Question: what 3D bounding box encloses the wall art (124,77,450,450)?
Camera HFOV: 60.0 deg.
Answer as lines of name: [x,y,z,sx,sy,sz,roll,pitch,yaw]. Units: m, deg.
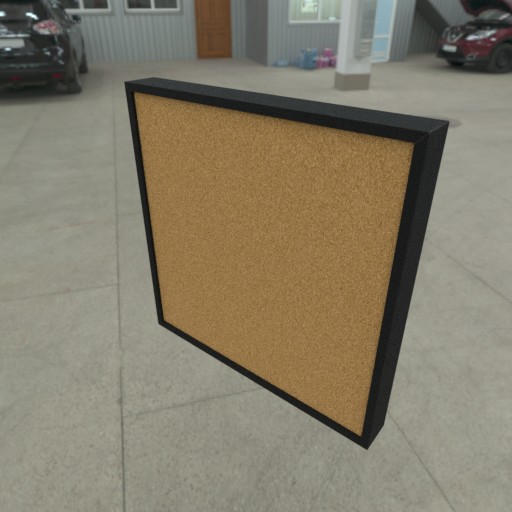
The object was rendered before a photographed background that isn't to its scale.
wall art: [0.000,0.000,0.445,0.305,0.305,0.037,22,37,33]
